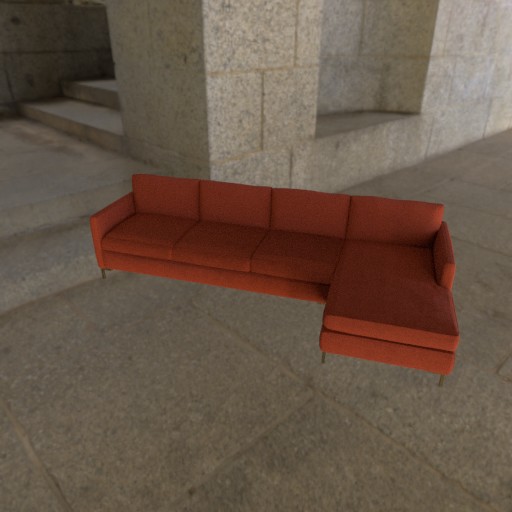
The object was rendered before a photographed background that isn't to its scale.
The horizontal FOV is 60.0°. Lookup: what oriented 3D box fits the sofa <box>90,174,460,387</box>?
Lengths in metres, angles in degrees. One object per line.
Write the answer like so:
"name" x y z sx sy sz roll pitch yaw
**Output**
"sofa" 0.000 0.000 3.530 2.932 0.810 1.350 8 29 15
